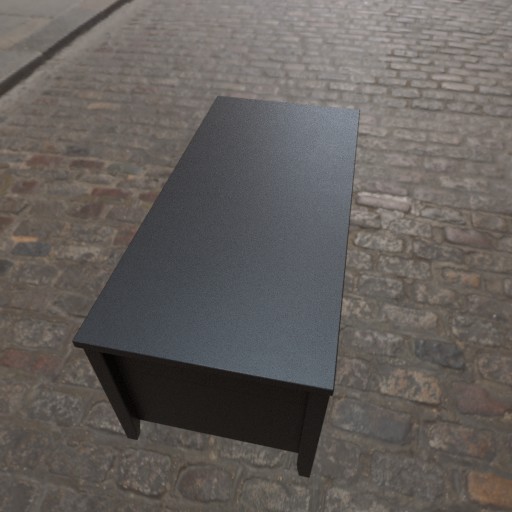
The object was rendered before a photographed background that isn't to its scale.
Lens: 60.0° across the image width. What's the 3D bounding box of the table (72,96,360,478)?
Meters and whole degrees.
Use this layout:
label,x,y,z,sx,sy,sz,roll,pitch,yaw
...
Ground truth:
label,x,y,z,sx,sy,sz,roll,pitch,yaw
table,0.000,0.000,1.294,0.483,0.457,1.016,8,46,8
